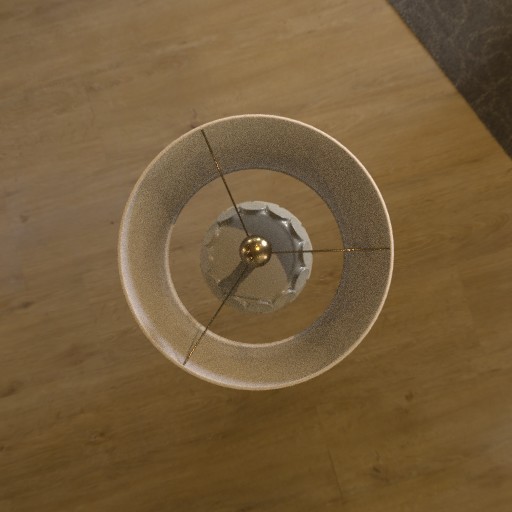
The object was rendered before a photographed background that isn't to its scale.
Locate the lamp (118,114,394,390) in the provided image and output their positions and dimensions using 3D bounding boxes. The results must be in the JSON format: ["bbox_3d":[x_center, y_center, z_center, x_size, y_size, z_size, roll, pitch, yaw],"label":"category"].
[{"bbox_3d":[0.000,0.000,0.610,0.254,0.452,0.254,0,89,0],"label":"lamp"}]
